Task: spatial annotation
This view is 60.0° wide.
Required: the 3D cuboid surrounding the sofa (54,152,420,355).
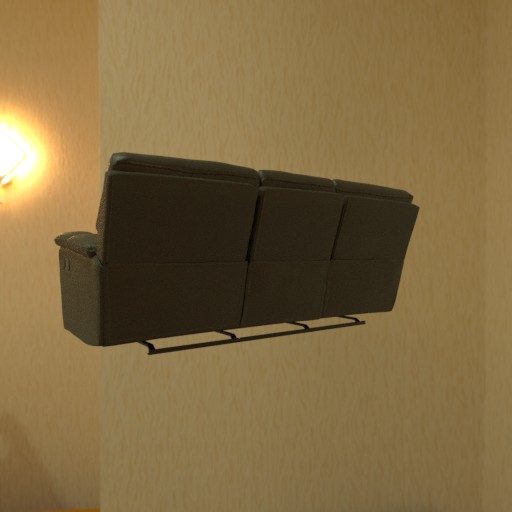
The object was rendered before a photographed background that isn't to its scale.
[{"bbox_3d":[0.000,0.000,3.301,2.627,1.134,1.104,0,1,-36],"label":"sofa"}]
